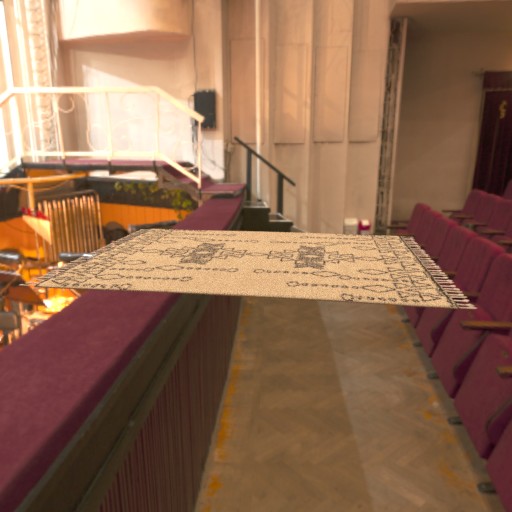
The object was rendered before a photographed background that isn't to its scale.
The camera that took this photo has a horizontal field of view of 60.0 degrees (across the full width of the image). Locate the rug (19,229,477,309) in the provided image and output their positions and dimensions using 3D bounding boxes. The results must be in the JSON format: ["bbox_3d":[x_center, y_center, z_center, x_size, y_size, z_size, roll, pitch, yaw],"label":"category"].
[{"bbox_3d":[0.000,0.000,3.877,3.027,0.028,2.125,2,14,8],"label":"rug"}]
